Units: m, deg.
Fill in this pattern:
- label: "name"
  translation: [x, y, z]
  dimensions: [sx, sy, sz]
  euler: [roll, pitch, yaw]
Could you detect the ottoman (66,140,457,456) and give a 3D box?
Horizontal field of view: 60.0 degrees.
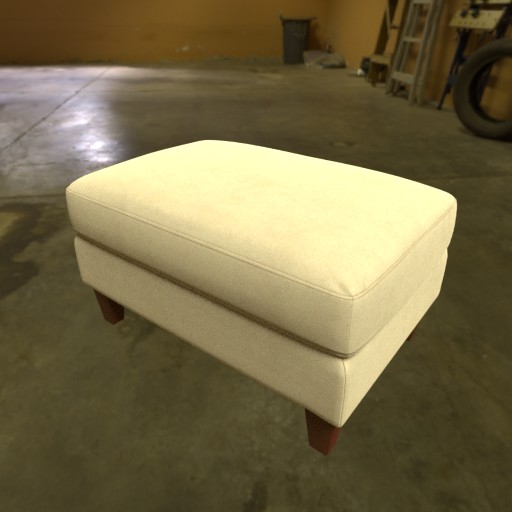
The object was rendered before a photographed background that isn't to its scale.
- label: "ottoman"
  translation: [0.000, 0.000, 1.199]
  dimensions: [0.864, 0.483, 0.584]
  euler: [21, 35, 32]
